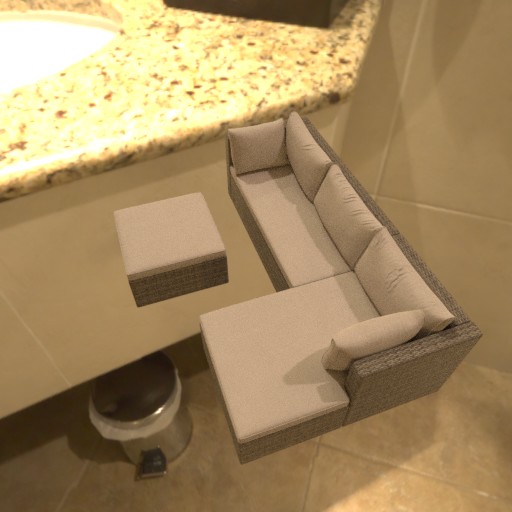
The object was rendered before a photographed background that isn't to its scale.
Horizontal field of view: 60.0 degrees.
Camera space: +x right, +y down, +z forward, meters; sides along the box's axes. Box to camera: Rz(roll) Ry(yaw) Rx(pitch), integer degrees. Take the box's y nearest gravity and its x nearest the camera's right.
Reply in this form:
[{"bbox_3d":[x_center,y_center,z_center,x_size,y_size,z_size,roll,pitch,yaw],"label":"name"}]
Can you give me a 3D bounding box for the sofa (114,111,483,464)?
[{"bbox_3d":[0.000,0.000,2.918,1.662,0.766,2.192,-15,50,-13],"label":"sofa"}]
